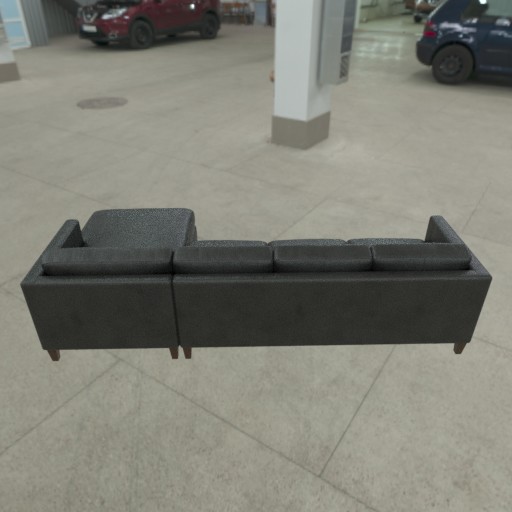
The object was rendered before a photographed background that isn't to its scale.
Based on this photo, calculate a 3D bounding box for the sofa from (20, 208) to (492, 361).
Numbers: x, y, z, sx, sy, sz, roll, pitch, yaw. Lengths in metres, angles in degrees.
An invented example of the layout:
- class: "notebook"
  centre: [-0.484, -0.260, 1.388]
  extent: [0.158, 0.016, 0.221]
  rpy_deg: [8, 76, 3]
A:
- class: "sofa"
  centre: [0.000, 0.000, 3.805]
  extent: [3.203, 0.883, 1.581]
  rpy_deg: [-1, 32, -1]
